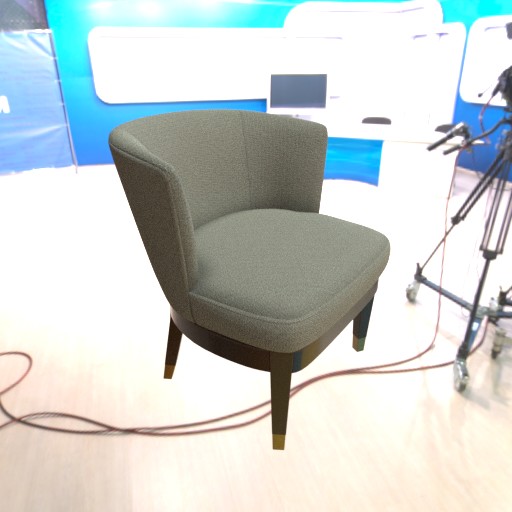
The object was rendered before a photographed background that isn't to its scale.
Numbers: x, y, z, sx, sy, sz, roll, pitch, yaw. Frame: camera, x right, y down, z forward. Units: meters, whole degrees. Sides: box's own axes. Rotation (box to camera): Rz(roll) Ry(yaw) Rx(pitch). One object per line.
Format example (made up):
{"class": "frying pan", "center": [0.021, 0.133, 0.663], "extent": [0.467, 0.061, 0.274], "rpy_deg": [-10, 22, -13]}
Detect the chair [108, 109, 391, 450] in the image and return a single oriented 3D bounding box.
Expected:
{"class": "chair", "center": [0.000, 0.000, 1.294], "extent": [0.660, 0.760, 0.700], "rpy_deg": [16, 29, 32]}
